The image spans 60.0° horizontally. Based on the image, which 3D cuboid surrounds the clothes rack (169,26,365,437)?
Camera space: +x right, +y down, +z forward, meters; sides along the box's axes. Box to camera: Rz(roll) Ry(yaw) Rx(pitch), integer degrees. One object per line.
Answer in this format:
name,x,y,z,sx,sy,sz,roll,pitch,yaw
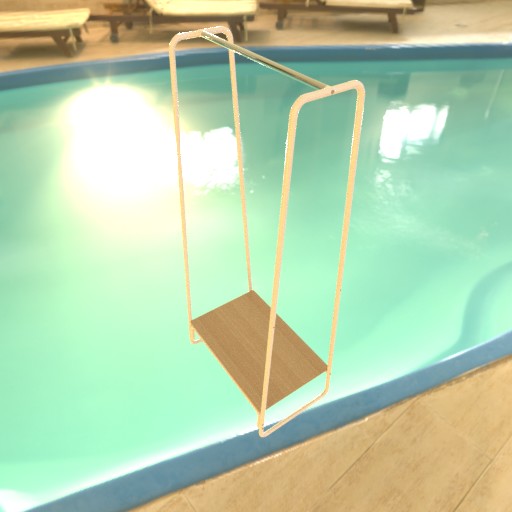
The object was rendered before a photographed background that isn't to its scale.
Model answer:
clothes rack,0.000,0.000,1.736,0.400,1.500,0.640,-25,47,-26
